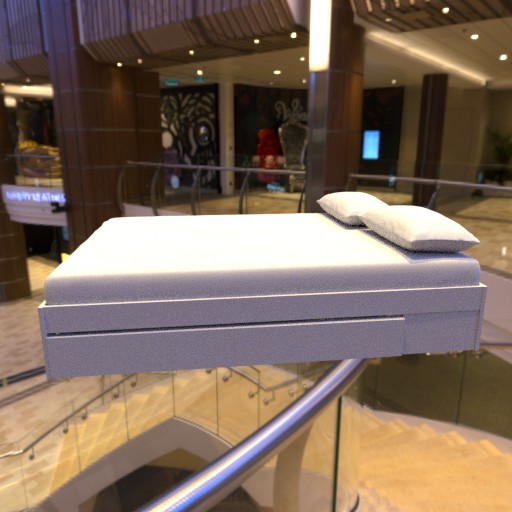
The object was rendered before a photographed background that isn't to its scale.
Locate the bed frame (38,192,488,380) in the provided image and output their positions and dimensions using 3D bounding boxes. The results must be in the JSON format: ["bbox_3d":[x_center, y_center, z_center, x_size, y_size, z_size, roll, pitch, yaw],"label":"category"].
[{"bbox_3d":[0.000,0.000,2.586,1.950,0.629,1.450,-2,15,-7],"label":"bed frame"}]
